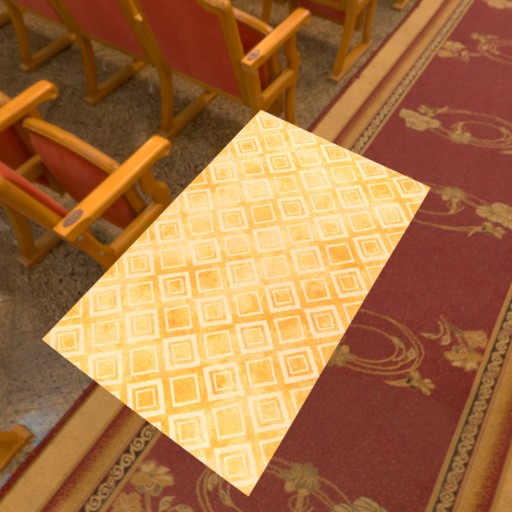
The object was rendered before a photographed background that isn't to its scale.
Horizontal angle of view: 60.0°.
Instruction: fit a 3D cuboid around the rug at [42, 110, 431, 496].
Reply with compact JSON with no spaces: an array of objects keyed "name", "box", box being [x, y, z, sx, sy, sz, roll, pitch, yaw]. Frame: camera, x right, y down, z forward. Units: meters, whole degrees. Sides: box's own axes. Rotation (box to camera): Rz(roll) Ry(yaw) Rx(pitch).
[{"name":"rug","box":[0.000,0.000,2.983,1.511,0.010,2.424,30,63,17]}]
